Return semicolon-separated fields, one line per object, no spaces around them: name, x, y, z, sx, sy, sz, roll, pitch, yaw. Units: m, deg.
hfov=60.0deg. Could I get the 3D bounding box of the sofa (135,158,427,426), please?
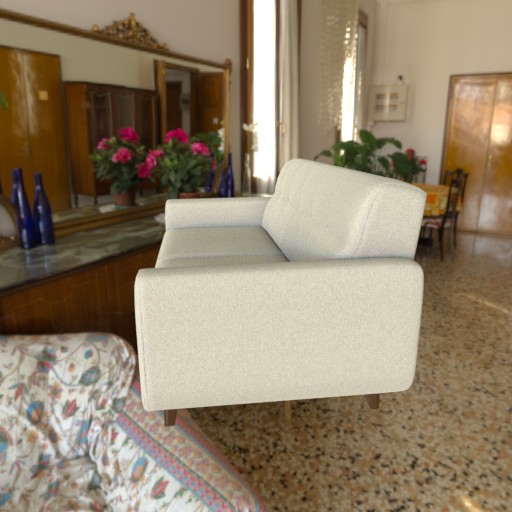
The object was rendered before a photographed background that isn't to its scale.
sofa;0.000;0.000;2.193;0.980;0.892;1.655;-2;15;-7
